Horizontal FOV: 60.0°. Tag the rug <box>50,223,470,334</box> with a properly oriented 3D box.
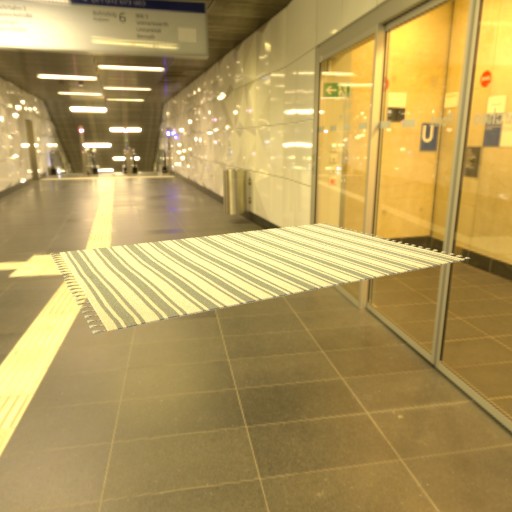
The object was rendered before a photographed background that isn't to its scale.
[{"bbox_3d":[0.000,0.000,3.002,2.410,0.011,1.539,-8,16,-29],"label":"rug"}]
